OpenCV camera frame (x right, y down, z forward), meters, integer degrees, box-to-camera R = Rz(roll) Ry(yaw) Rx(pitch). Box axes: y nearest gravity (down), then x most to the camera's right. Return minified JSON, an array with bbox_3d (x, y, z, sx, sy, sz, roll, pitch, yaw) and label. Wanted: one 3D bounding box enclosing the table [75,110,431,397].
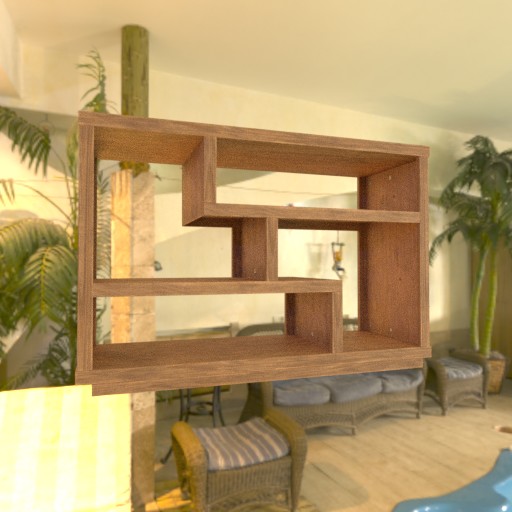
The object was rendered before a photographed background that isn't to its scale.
[{"bbox_3d":[0.000,0.000,1.561,1.151,0.771,0.410,0,-1,-18],"label":"table"}]
